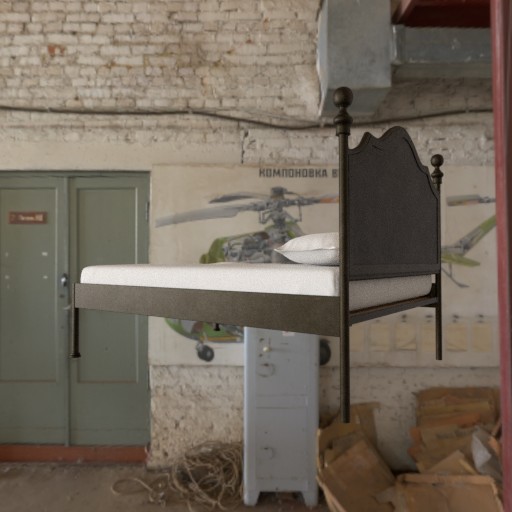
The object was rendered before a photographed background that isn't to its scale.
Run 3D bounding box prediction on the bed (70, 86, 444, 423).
[{"bbox_3d":[0.000,0.000,3.236,2.224,1.499,1.642,-1,-1,37],"label":"bed"}]
